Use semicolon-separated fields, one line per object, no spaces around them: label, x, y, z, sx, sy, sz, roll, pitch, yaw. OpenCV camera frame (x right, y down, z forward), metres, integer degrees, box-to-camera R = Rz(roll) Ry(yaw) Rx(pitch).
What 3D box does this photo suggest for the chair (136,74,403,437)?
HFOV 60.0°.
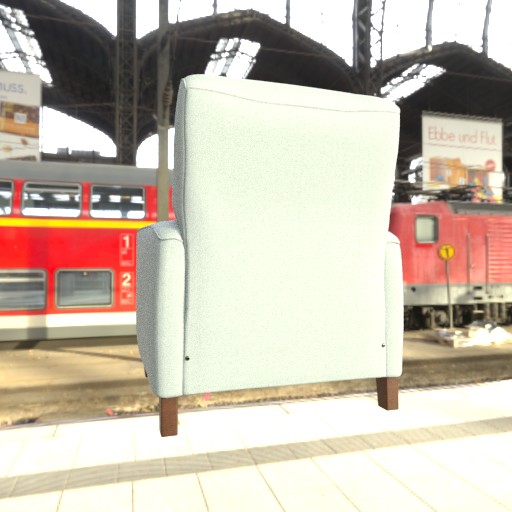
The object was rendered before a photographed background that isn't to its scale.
chair;0.000;0.000;1.652;0.853;1.007;0.846;0;-1;-18
